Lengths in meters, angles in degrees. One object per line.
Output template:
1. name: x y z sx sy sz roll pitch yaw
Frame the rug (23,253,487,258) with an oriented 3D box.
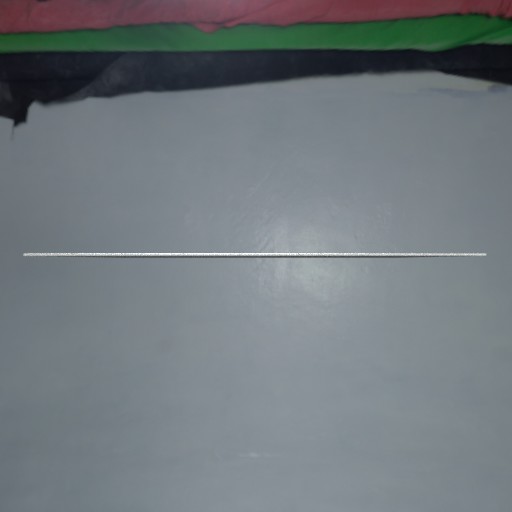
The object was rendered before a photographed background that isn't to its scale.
1. rug: 0.000 0.000 3.522 2.746 0.018 1.819 0 -1 2
